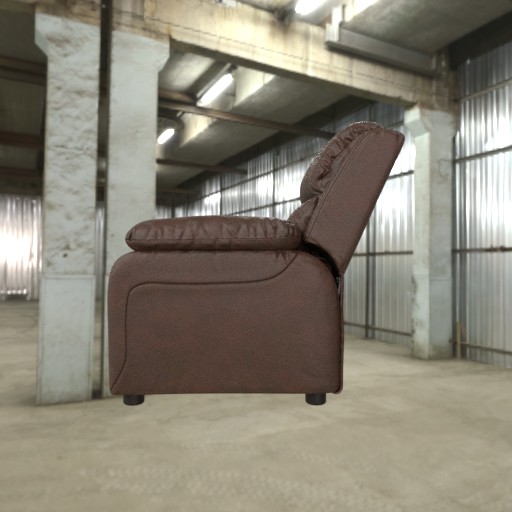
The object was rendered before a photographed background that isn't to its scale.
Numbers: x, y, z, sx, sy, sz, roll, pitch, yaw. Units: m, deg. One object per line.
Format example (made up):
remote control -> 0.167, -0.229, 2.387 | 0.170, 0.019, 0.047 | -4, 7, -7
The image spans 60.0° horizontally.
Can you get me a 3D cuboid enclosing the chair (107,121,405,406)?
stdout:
chair -> 0.000, 0.000, 1.295 | 0.707, 0.702, 0.680 | 0, -2, 1
